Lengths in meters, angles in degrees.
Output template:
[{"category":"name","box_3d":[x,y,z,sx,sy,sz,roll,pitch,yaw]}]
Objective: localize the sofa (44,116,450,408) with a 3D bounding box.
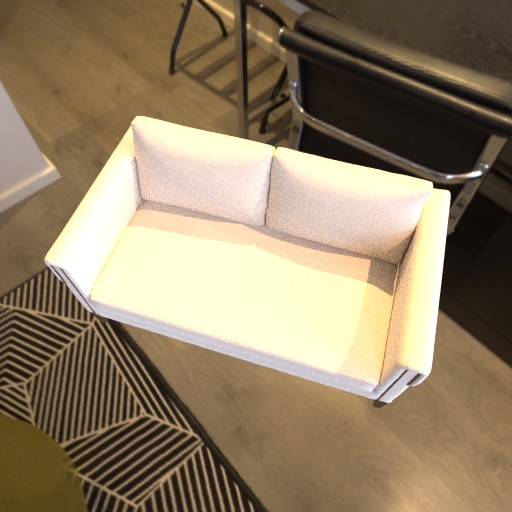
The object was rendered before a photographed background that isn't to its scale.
[{"category":"sofa","box_3d":[0.000,0.000,2.119,1.598,0.873,0.905,15,60,9]}]
